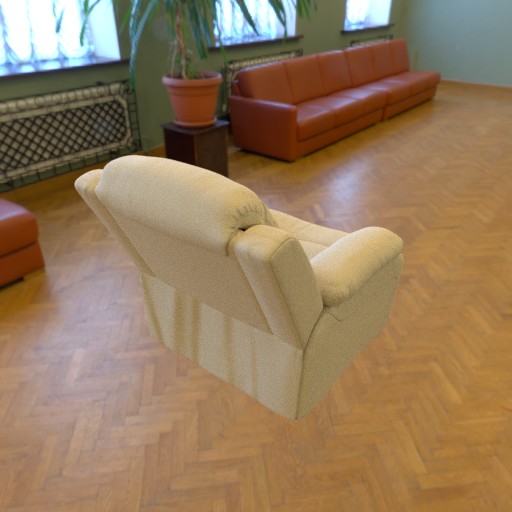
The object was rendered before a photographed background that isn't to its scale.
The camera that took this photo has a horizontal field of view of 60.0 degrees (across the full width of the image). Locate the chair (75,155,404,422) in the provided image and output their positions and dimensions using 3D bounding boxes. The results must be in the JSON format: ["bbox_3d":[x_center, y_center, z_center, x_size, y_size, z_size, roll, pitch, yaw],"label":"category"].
[{"bbox_3d":[0.000,0.000,1.291,0.680,0.702,0.709,21,37,31],"label":"chair"}]
